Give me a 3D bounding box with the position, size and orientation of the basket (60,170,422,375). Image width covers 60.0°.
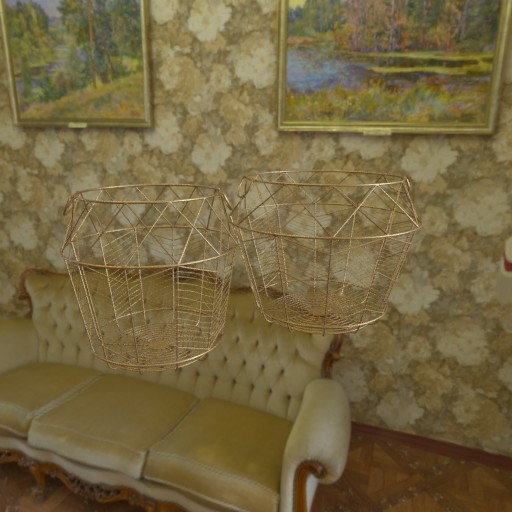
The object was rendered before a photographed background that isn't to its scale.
[{"bbox_3d":[0.000,0.000,1.002,0.805,0.343,0.451,-8,17,-26],"label":"basket"}]
